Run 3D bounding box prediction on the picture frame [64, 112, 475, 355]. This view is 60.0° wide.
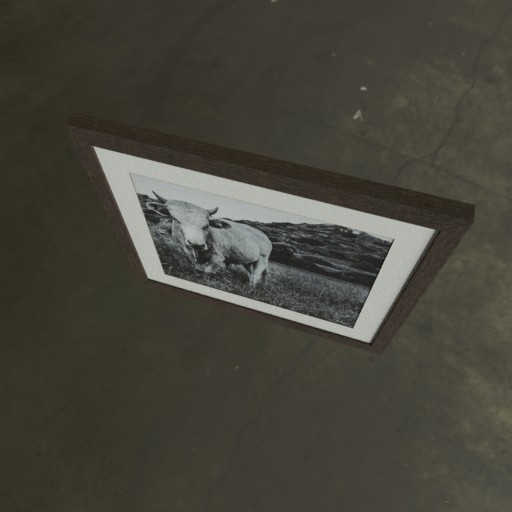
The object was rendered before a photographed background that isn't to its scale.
[{"bbox_3d":[0.000,0.000,0.764,0.546,0.455,0.026,15,59,9],"label":"picture frame"}]
